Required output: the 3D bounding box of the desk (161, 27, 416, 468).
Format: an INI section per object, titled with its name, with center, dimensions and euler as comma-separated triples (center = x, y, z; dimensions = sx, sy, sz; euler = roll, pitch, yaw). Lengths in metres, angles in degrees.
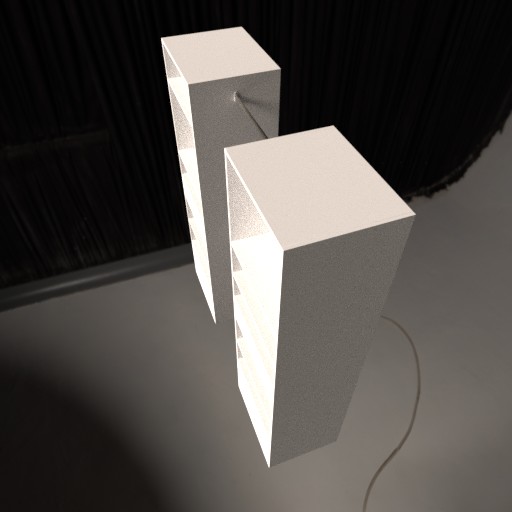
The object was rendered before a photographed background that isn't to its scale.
[desk]
center = 0.000, 0.000, 2.717
dimensions = 0.480, 2.000, 1.770
euler = -15, 49, -14
